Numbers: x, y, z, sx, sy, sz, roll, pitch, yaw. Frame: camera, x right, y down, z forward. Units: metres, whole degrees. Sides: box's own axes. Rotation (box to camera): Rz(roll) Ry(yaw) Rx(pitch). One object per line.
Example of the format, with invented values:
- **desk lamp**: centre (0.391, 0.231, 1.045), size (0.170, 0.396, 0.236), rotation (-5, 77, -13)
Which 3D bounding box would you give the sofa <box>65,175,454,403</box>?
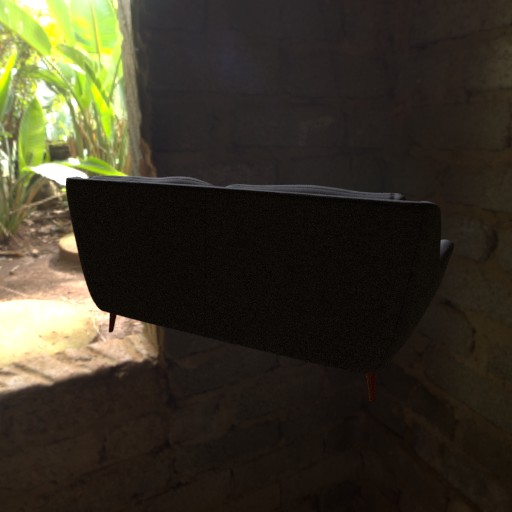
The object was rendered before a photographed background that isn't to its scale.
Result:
- **sofa**: centre (0.000, 0.000, 2.424), size (1.929, 0.896, 0.975), rotation (8, 18, 26)
